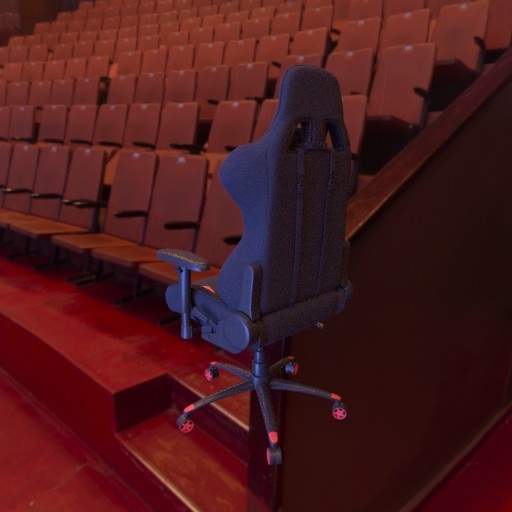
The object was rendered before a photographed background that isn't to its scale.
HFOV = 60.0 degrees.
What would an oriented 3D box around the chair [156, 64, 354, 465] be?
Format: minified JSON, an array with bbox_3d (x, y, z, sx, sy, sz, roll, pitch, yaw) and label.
[{"bbox_3d":[0.000,0.000,1.729,0.695,1.326,0.658,-14,20,-42],"label":"chair"}]
